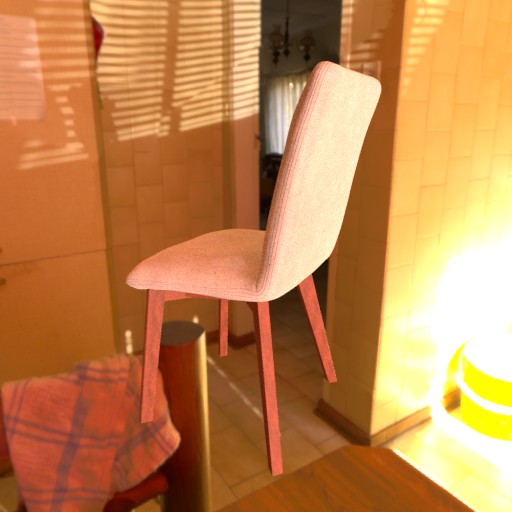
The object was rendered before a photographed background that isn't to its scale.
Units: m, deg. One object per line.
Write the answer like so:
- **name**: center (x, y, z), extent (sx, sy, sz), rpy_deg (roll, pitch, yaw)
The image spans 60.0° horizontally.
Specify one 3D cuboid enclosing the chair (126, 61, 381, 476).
- **chair**: center (0.000, 0.000, 1.276), extent (0.563, 0.974, 0.522), rpy_deg (8, 18, 25)
